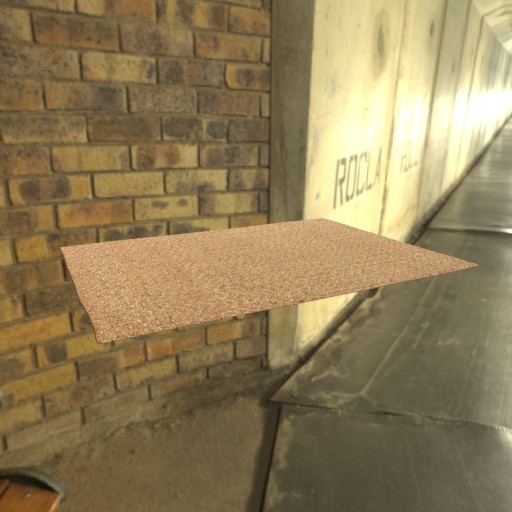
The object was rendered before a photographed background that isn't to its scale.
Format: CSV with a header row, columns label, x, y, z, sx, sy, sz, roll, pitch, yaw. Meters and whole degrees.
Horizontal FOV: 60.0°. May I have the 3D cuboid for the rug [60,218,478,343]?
label,x,y,z,sx,sy,sz,roll,pitch,yaw
rug,0.000,0.000,2.767,2.141,0.013,1.566,-8,18,-27
